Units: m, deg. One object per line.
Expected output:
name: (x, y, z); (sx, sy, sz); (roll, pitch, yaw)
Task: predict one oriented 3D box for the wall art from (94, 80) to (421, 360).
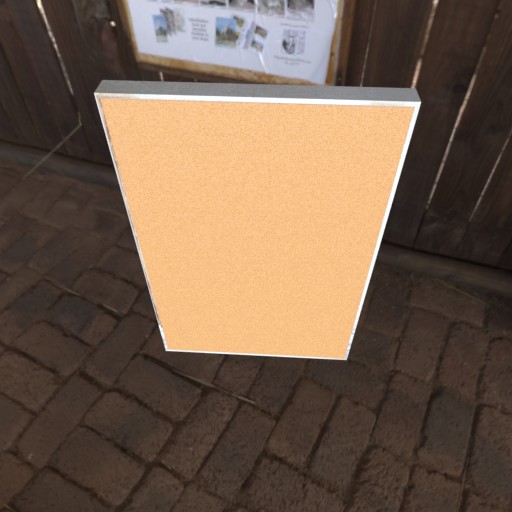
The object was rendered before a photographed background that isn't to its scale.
wall art: (0.000, 0.000, 0.778); (0.403, 0.607, 0.036); (2, 47, 2)
